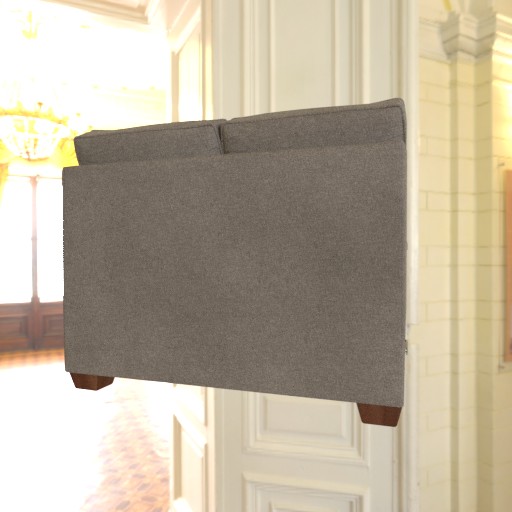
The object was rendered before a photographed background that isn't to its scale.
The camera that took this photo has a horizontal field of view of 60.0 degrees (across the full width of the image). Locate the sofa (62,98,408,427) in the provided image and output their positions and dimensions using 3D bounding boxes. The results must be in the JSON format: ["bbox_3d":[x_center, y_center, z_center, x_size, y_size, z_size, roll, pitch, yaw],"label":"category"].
[{"bbox_3d":[0.000,0.000,1.911,1.237,1.008,0.951,0,0,19],"label":"sofa"}]
